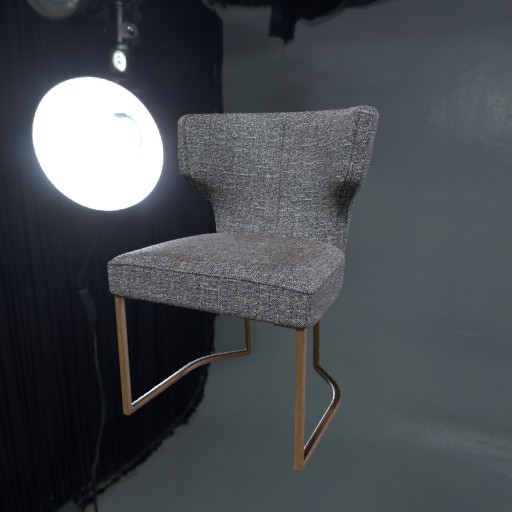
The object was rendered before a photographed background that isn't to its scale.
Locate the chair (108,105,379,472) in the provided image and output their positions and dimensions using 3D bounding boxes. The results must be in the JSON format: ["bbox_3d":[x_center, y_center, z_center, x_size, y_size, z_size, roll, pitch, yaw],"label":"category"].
[{"bbox_3d":[0.000,0.000,1.263,0.611,0.824,0.617,6,14,26],"label":"chair"}]
